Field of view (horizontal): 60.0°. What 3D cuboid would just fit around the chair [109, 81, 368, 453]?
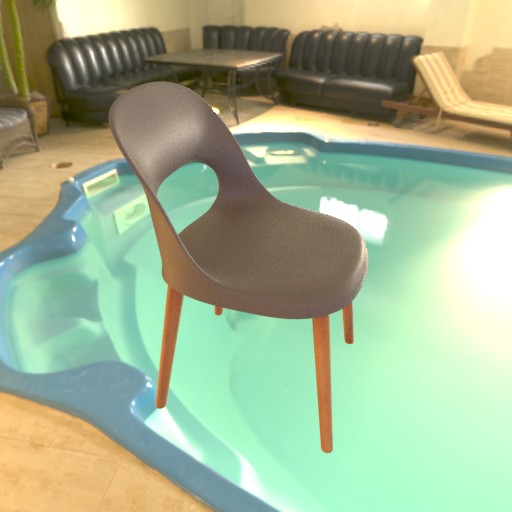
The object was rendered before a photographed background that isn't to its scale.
[{"bbox_3d":[0.000,0.000,1.132,0.556,0.795,0.470,9,32,15],"label":"chair"}]
